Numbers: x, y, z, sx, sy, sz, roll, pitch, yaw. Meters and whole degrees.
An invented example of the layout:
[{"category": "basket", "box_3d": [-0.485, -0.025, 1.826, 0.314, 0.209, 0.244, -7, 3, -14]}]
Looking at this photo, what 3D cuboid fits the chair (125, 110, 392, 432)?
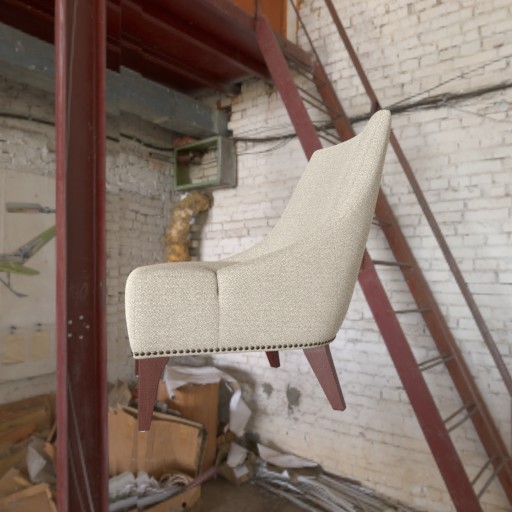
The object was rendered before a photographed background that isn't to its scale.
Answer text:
[{"category": "chair", "box_3d": [0.000, 0.000, 1.526, 0.861, 0.909, 0.701, 1, -2, -16]}]
